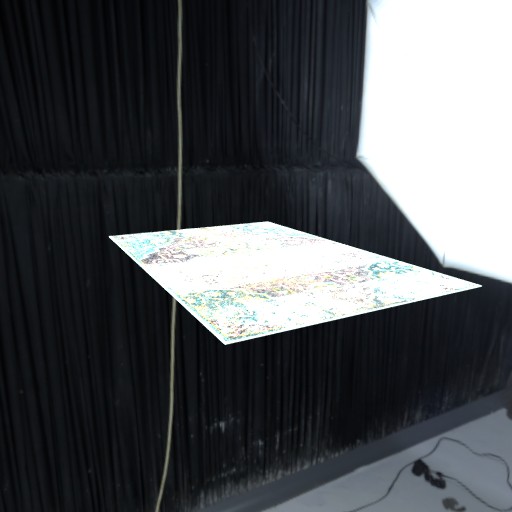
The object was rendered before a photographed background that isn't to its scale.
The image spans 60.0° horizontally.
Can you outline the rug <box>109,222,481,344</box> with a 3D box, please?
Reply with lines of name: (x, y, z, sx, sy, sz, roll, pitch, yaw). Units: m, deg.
rug: (0.000, 0.000, 3.047, 1.566, 0.004, 2.363, -7, 16, -26)
